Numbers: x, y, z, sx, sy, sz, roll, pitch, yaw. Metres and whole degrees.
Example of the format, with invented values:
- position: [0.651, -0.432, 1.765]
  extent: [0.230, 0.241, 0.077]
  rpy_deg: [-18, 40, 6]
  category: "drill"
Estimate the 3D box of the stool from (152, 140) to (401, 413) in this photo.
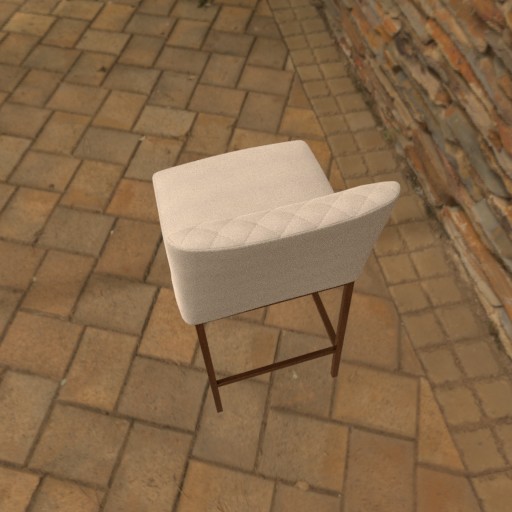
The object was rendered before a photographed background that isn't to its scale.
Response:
- position: [0.000, 0.000, 1.334]
  extent: [0.507, 0.973, 0.576]
  rpy_deg: [-14, 58, -9]
  category: "stool"
